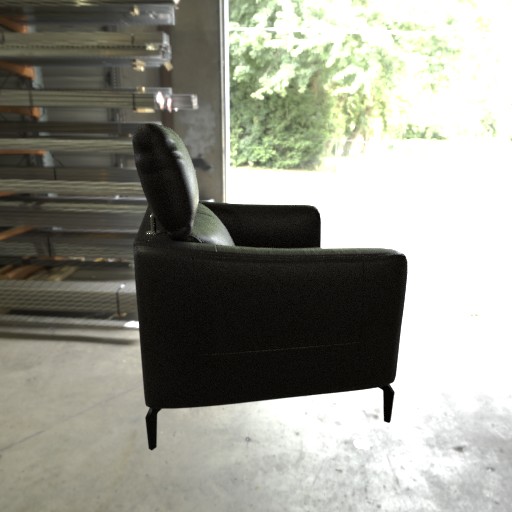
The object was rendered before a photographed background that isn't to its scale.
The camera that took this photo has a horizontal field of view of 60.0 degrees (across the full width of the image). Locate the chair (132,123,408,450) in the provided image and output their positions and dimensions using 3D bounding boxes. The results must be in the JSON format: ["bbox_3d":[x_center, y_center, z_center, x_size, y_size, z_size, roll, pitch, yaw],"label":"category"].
[{"bbox_3d":[0.000,0.000,1.670,0.809,0.949,0.976,-3,16,-9],"label":"chair"}]
